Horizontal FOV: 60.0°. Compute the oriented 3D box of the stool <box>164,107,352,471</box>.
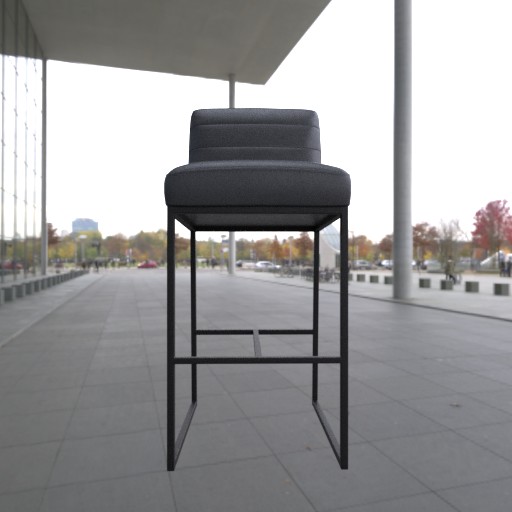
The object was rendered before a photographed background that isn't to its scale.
[{"bbox_3d":[0.000,0.000,1.325,0.457,1.040,0.552,0,-1,-1],"label":"stool"}]
